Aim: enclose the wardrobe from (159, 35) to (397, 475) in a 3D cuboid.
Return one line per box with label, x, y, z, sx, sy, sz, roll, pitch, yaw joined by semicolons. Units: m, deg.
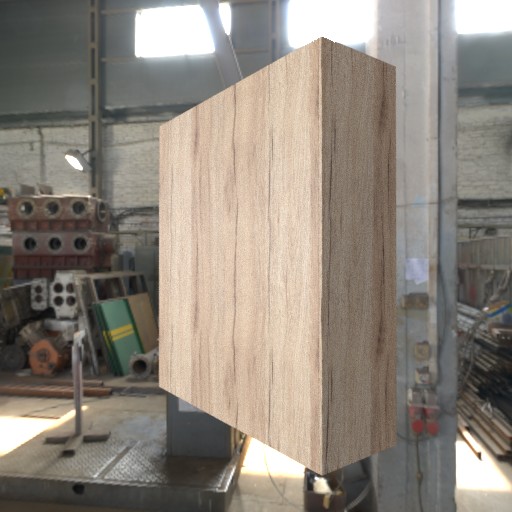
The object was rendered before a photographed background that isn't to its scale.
wardrobe;0.000;0.000;2.979;0.580;2.070;1.810;0;0;-37
